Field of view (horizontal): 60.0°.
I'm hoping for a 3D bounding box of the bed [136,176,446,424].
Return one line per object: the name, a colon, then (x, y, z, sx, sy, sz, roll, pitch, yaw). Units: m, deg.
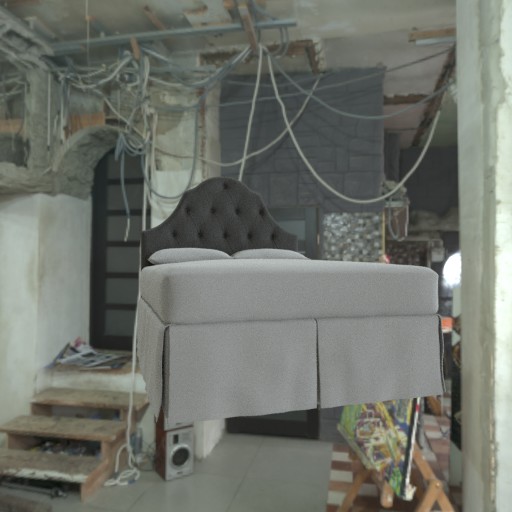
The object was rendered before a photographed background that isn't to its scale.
bed: (0.000, 0.000, 3.253, 1.636, 1.575, 2.155, 0, -1, -18)
